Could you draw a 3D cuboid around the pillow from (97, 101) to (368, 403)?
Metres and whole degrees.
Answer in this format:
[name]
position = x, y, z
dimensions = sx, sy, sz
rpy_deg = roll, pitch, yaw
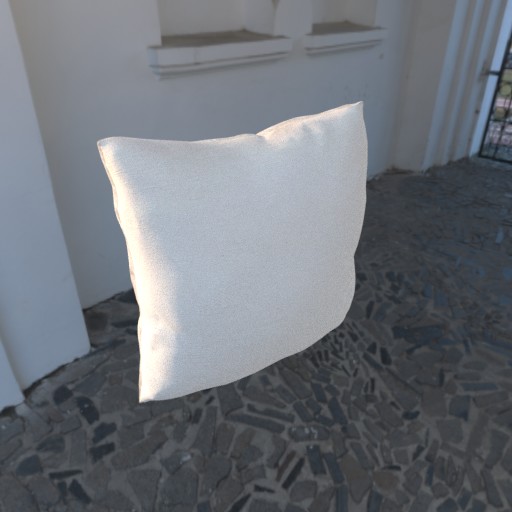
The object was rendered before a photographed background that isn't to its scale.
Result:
[pillow]
position = 0.000, 0.000, 0.731
dimensions = 0.450, 0.448, 0.245
rpy_deg = -17, 34, -27
